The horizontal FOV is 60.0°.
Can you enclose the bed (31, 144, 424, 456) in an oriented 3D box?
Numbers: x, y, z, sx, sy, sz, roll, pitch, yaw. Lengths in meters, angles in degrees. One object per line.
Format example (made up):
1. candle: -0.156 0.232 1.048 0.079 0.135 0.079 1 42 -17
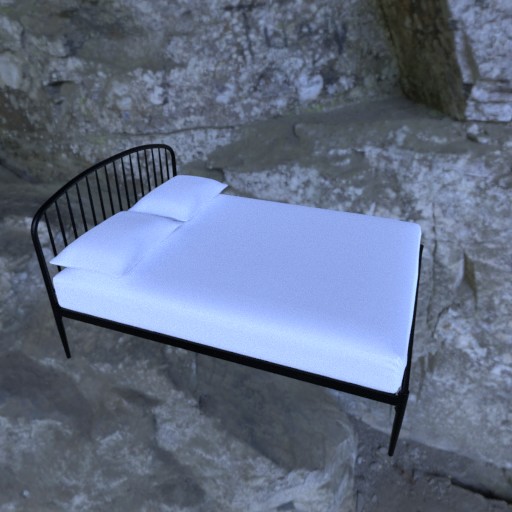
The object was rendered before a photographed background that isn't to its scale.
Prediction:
1. bed: 0.000 0.000 3.031 2.159 1.166 1.618 11 31 18
